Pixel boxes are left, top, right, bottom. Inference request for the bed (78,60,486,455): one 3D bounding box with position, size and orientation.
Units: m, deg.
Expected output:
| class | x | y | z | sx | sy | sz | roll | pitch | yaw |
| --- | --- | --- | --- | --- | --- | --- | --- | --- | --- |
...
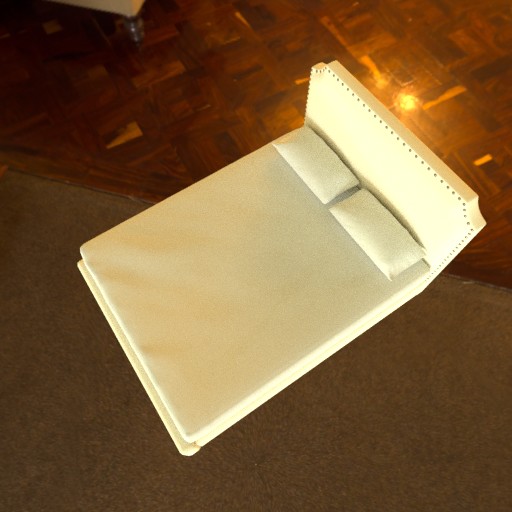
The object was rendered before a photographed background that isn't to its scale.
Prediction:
| class | x | y | z | sx | sy | sz | roll | pitch | yaw |
| --- | --- | --- | --- | --- | --- | --- | --- | --- | --- |
| bed | 0.000 | 0.000 | 3.297 | 2.329 | 1.415 | 1.703 | -31 | 69 | -14 |
